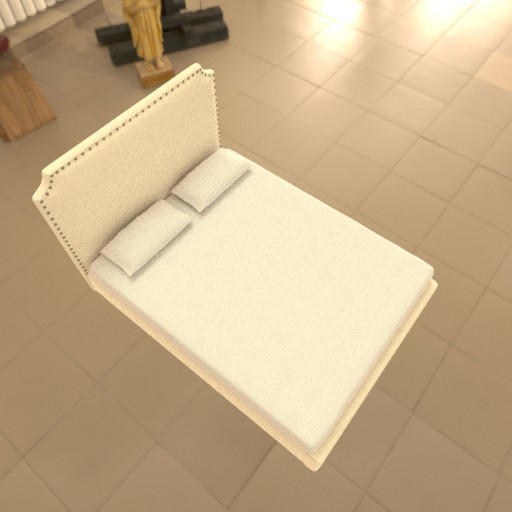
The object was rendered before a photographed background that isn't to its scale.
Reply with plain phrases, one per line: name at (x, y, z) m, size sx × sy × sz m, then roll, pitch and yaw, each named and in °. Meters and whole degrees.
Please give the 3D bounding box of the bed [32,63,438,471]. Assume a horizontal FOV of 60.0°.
bed at (0.000, 0.000, 3.303) m, size 2.372 × 1.497 × 1.712 m, roll 34°, pitch 63°, yaw 20°
